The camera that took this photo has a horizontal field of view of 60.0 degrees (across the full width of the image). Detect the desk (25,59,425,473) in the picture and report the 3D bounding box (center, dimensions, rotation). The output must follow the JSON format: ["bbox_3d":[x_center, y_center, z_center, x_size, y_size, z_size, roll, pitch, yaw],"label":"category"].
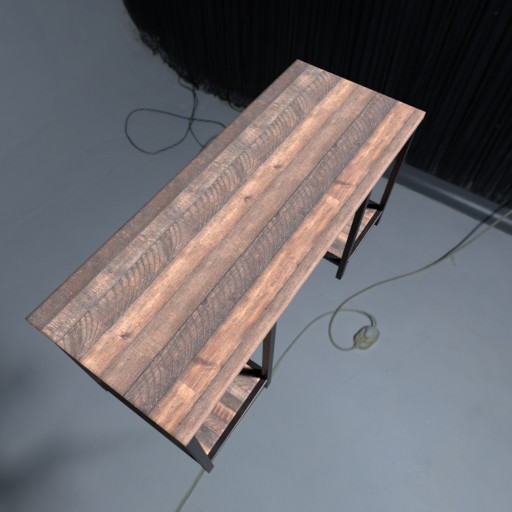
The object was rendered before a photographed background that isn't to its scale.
[{"bbox_3d":[0.000,0.000,1.887,0.617,0.753,1.538,30,63,18],"label":"desk"}]
